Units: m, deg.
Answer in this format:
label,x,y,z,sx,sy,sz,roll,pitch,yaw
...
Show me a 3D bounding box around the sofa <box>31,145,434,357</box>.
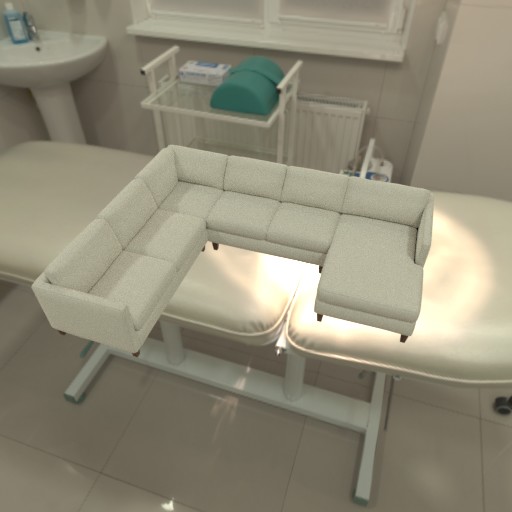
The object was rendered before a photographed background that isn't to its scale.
label,x,y,z,sx,sy,sz,roll,pitch,yaw
sofa,0.000,0.000,4.433,3.238,0.853,2.551,13,44,13
